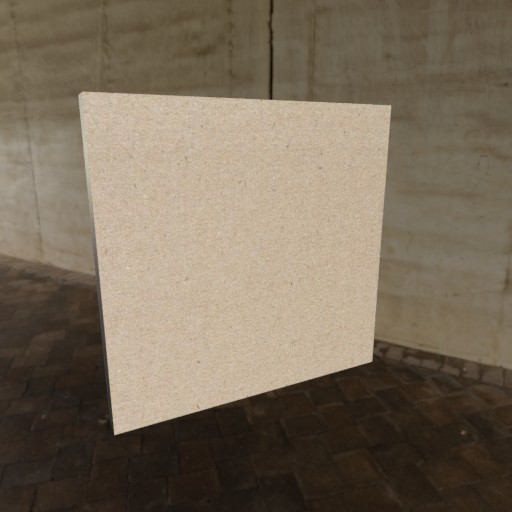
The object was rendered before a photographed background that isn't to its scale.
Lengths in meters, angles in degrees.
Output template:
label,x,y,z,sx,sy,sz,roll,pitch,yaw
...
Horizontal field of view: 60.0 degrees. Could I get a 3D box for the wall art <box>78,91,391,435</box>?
label,x,y,z,sx,sy,sz,roll,pitch,yaw
wall art,0.000,0.000,0.480,0.327,0.318,0.029,-7,16,-26
